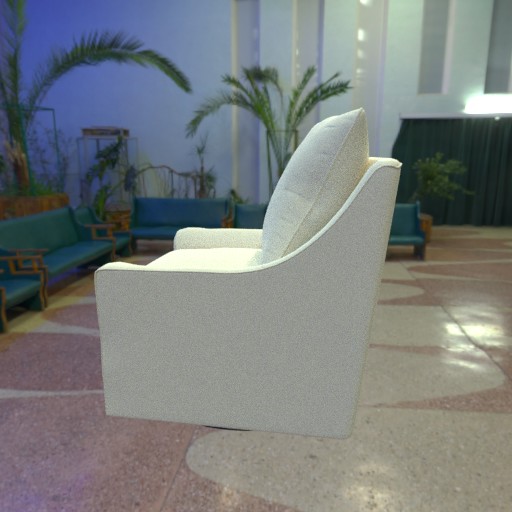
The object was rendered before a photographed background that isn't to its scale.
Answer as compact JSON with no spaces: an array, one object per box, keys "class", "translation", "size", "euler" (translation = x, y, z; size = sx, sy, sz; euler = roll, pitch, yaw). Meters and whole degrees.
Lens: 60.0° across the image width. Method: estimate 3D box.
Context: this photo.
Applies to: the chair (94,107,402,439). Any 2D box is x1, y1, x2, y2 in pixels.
[{"class":"chair","translation":[0.000,0.000,1.602],"size":[0.876,0.965,0.756],"euler":[2,13,9]}]
